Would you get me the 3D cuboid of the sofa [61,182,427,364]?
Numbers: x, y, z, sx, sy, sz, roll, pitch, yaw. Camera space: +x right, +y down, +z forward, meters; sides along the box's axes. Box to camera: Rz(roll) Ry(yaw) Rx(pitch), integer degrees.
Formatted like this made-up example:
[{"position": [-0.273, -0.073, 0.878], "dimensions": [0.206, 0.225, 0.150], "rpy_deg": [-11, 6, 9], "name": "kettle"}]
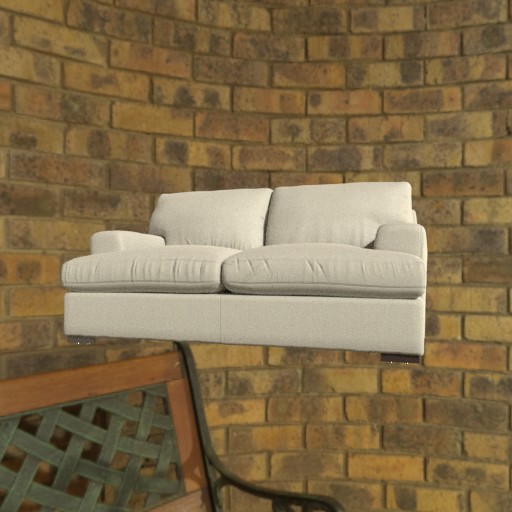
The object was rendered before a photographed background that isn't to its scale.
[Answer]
[{"position": [0.000, 0.000, 2.604], "dimensions": [1.880, 0.940, 1.143], "rpy_deg": [0, -1, 17], "name": "sofa"}]
